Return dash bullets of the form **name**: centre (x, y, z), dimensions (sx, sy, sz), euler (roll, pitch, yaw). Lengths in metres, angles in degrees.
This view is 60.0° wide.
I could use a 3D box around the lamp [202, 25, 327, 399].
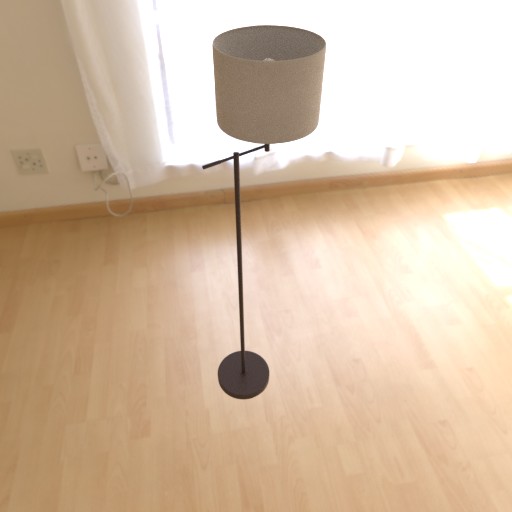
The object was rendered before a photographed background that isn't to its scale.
- **lamp**: centre (0.000, 0.000, 1.776), dimensions (0.416, 1.600, 0.324), euler (-26, 48, -25)
